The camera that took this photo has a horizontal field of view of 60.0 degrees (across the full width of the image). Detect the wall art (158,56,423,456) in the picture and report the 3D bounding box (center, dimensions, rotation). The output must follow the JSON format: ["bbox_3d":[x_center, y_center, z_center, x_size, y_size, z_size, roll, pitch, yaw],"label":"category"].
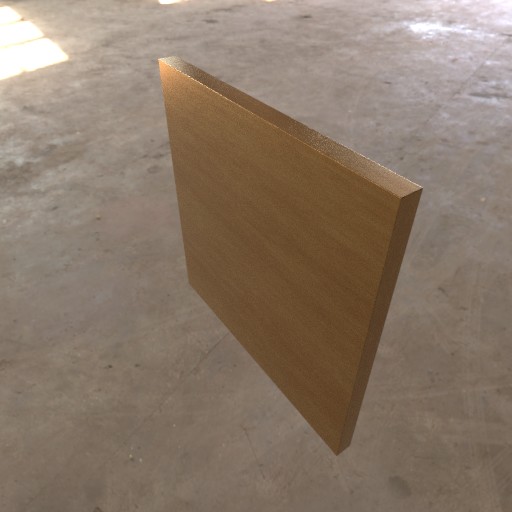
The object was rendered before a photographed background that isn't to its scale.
[{"bbox_3d":[0.000,0.000,0.439,0.019,0.302,0.302,-25,46,-26],"label":"wall art"}]
